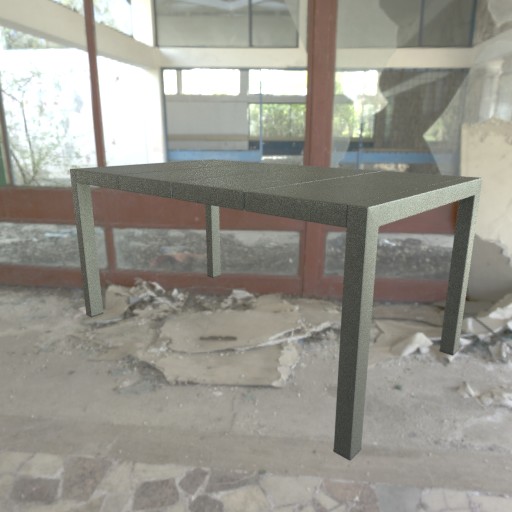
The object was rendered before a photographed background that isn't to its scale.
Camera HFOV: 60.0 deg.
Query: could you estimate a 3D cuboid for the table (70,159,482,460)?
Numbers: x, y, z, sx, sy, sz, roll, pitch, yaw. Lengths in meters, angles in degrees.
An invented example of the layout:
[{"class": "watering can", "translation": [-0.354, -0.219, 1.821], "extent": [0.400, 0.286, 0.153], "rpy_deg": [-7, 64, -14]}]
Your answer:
[{"class": "table", "translation": [0.000, 0.000, 1.241], "extent": [0.965, 0.460, 0.559], "rpy_deg": [14, 21, 40]}]
